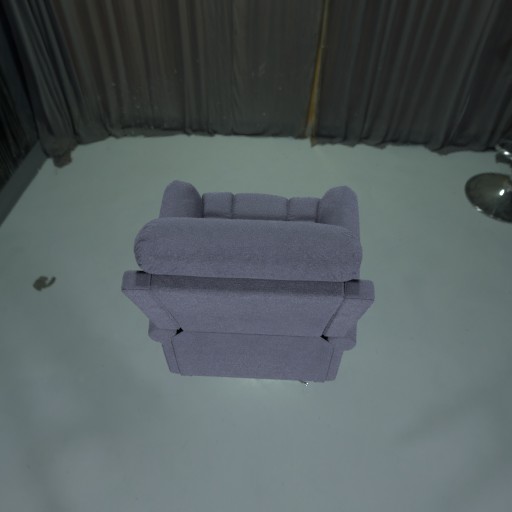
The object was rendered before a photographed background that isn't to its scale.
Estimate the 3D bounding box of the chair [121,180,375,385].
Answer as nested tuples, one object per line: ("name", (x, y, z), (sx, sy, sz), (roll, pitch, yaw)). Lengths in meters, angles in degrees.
("chair", (0.000, 0.000, 1.765), (0.871, 1.031, 0.979), (2, 47, 2))
